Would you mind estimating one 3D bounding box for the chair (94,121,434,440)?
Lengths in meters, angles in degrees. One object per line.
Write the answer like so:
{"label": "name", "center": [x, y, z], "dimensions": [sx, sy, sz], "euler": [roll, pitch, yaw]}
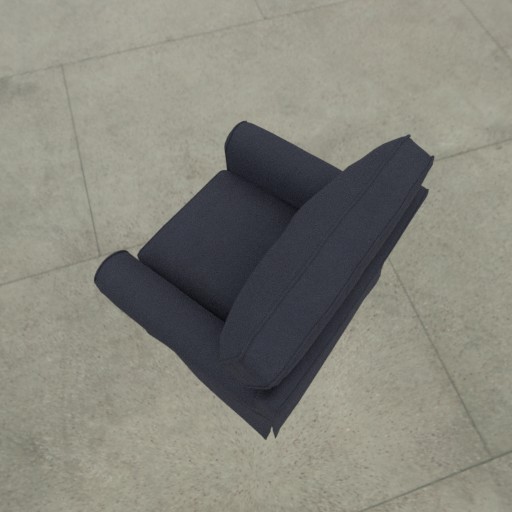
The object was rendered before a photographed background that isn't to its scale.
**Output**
{"label": "chair", "center": [0.000, 0.000, 1.977], "dimensions": [1.002, 1.140, 1.119], "euler": [33, 68, 15]}
